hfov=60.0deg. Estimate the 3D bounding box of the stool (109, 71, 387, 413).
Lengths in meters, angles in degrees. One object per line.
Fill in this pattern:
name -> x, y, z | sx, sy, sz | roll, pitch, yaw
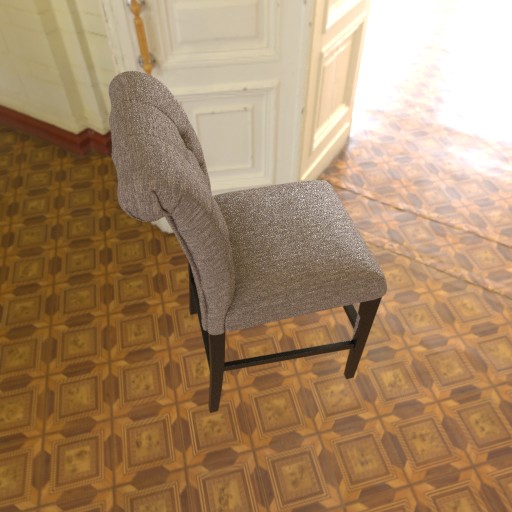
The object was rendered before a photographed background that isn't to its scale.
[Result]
stool -> 0.000, 0.000, 1.277 | 0.611, 0.970, 0.457 | -11, 49, -10
